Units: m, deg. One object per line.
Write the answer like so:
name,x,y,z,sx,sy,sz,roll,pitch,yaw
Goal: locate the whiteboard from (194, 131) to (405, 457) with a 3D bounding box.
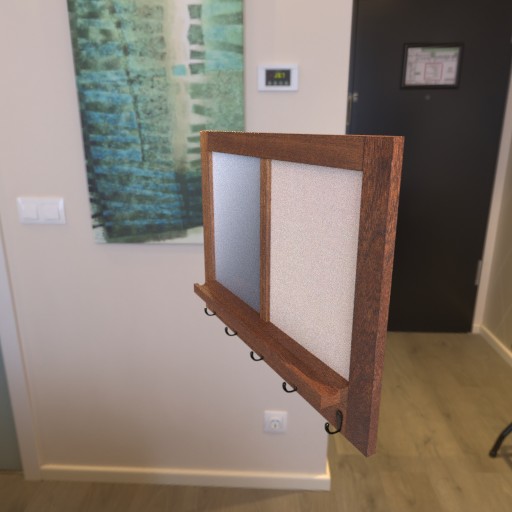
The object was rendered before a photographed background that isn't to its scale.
whiteboard,0.000,0.000,1.044,0.083,0.559,0.783,-8,18,-26
